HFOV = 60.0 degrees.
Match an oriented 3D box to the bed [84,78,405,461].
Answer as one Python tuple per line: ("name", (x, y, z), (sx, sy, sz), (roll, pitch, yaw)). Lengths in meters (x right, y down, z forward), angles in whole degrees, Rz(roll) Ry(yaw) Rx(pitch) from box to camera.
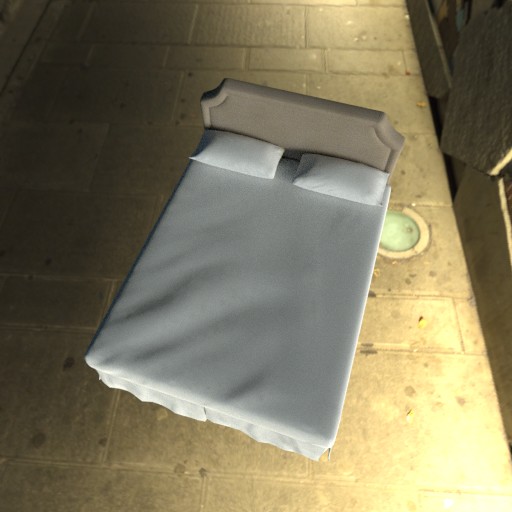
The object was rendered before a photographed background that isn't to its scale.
("bed", (0.000, 0.000, 3.594), (1.977, 1.293, 2.498), (16, 60, 9))
